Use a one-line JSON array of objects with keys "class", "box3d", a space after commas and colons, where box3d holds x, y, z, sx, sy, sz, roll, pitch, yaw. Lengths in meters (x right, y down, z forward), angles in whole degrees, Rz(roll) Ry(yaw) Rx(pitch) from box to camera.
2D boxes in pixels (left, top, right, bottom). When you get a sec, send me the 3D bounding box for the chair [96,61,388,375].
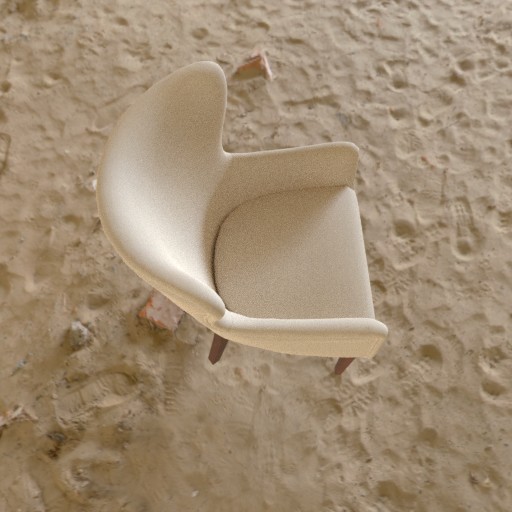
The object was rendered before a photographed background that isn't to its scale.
[{"class": "chair", "box3d": [0.000, 0.000, 1.453, 0.744, 0.990, 0.696, -1, 64, -1]}]
